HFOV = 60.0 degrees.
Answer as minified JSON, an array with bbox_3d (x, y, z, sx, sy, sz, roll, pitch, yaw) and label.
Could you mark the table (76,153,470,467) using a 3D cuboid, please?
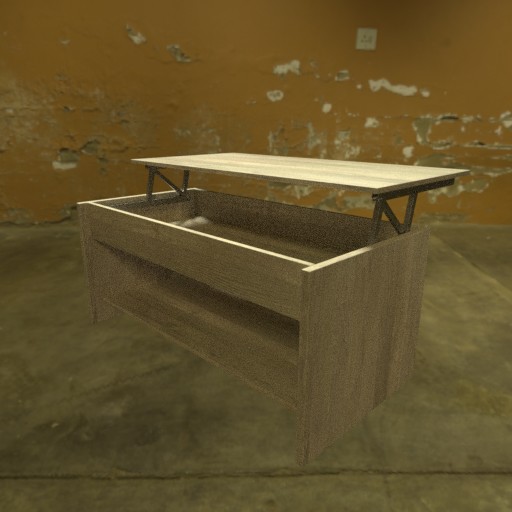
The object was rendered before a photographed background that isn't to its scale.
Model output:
[{"bbox_3d":[0.000,0.000,1.433,0.712,0.570,1.000,-16,23,-42],"label":"table"}]
